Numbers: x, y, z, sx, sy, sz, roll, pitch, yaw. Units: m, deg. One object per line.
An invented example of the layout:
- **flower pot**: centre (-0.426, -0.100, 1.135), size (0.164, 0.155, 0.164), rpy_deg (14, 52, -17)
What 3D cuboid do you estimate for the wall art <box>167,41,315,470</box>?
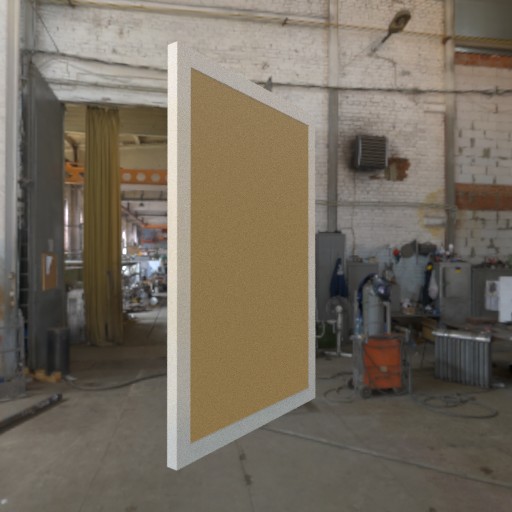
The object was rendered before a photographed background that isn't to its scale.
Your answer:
- **wall art**: centre (0.000, 0.000, 1.498), size (0.038, 1.143, 0.764), rpy_deg (0, -1, 36)
